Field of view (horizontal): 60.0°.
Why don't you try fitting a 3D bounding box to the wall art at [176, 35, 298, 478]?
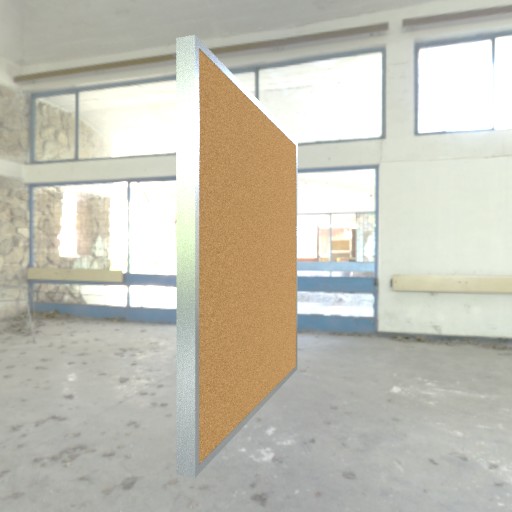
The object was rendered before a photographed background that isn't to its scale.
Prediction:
[{"bbox_3d":[0.000,0.000,1.195,0.038,0.806,0.806,0,0,19],"label":"wall art"}]
